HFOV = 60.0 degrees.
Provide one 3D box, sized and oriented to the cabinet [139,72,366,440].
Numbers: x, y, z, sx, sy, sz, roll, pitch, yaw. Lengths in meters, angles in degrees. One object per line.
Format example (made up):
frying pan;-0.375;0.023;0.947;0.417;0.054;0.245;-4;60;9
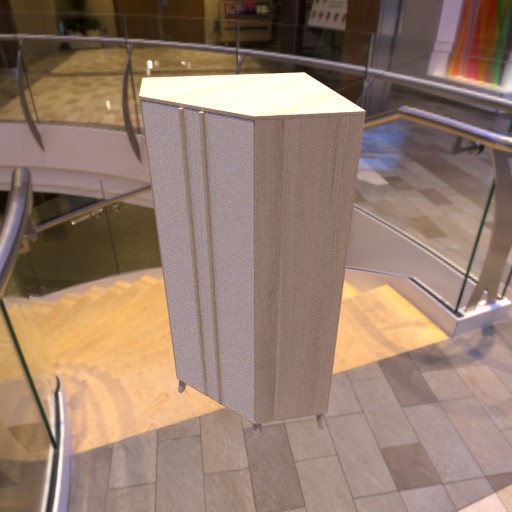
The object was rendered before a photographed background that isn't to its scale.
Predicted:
cabinet;0.000;0.000;2.694;1.272;1.957;0.969;20;37;29
